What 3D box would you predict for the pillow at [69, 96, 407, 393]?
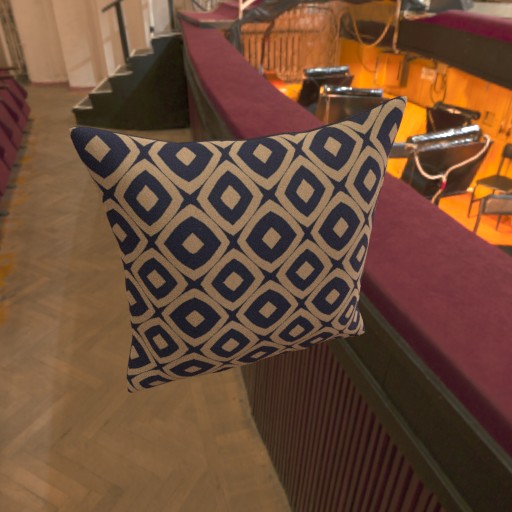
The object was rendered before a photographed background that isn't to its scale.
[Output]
[{"bbox_3d":[0.000,0.000,0.762,0.504,0.494,0.188,-11,34,-16],"label":"pillow"}]
